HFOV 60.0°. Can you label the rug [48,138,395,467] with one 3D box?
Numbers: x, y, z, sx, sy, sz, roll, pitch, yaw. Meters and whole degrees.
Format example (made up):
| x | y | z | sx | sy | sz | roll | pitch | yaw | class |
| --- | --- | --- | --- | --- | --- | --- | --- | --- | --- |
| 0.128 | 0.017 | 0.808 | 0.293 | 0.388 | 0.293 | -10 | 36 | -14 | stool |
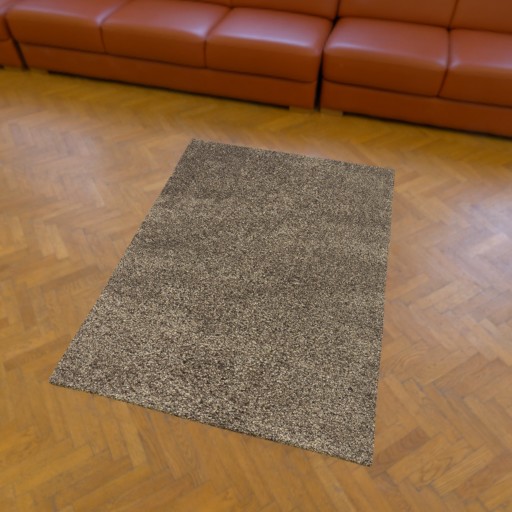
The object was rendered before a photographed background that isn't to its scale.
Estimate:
| x | y | z | sx | sy | sz | roll | pitch | yaw | class |
| --- | --- | --- | --- | --- | --- | --- | --- | --- | --- |
| 0.000 | 0.000 | 2.068 | 1.198 | 0.025 | 1.601 | 11 | 50 | 9 | rug |
